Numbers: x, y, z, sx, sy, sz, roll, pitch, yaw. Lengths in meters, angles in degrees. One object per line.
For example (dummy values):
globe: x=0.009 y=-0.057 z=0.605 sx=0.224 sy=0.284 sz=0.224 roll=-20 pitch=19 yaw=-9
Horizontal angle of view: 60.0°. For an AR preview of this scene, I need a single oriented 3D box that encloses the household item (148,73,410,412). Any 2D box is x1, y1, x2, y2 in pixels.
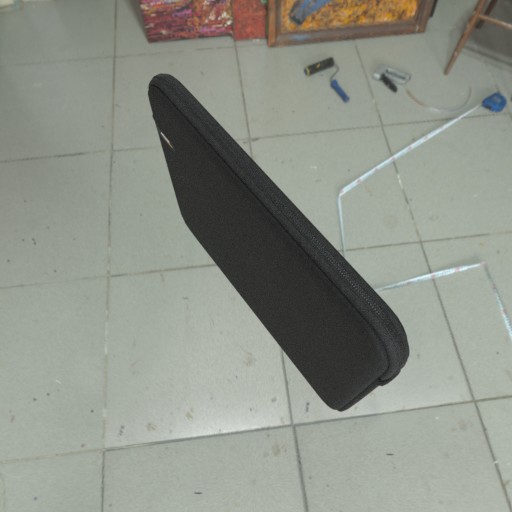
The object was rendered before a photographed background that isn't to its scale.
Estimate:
household item: x=0.000 y=0.000 z=0.523 sx=0.030 sy=0.305 sz=0.396 roll=-33 pitch=68 yaw=-16
